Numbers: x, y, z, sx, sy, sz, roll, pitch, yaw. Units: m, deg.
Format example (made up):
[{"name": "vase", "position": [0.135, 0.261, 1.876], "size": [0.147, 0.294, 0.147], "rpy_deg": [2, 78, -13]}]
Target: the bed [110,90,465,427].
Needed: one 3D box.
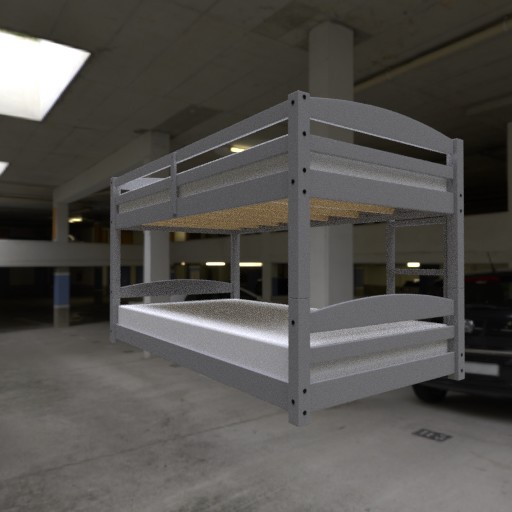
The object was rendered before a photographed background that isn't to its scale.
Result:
[{"name": "bed", "position": [0.000, 0.000, 2.664], "size": [1.105, 1.206, 2.013], "rpy_deg": [1, -1, -36]}]
